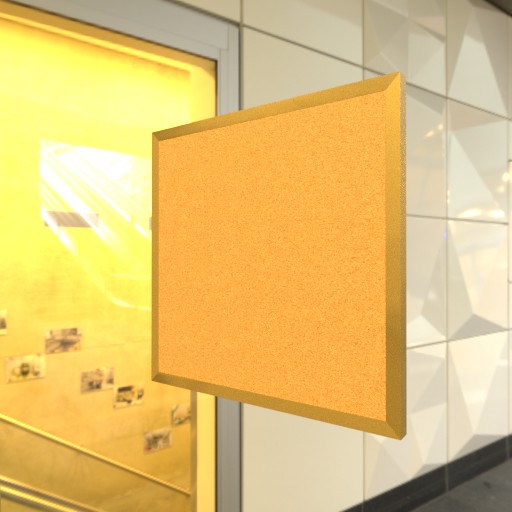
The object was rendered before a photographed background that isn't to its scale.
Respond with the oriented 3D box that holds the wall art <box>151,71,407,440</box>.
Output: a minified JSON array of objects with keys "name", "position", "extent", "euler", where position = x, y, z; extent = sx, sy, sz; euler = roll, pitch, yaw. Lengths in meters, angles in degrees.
[{"name":"wall art","position":[0.000,0.000,1.153],"extent":[0.762,0.762,0.038],"euler":[0,0,36]}]
